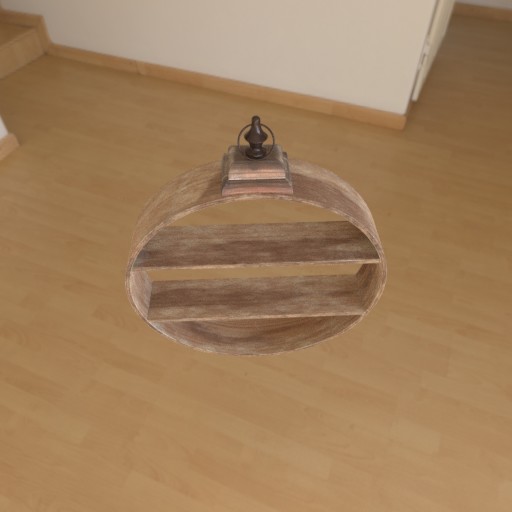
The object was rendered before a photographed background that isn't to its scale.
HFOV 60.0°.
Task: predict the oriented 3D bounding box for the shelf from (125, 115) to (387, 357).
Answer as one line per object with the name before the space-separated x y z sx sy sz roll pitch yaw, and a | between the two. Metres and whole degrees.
shelf | 0.000 0.000 1.035 0.601 0.725 0.125 -2 48 -2
